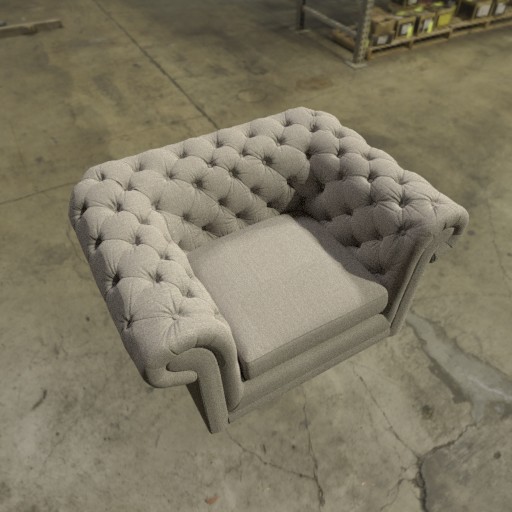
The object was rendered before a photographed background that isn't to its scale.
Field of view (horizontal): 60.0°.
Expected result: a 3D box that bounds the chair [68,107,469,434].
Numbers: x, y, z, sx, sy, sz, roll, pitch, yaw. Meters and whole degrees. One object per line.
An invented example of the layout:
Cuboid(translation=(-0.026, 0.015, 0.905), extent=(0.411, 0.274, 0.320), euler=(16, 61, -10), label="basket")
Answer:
Cuboid(translation=(0.000, 0.000, 1.881), extent=(1.270, 0.770, 0.976), euler=(-22, 50, -20), label="chair")
